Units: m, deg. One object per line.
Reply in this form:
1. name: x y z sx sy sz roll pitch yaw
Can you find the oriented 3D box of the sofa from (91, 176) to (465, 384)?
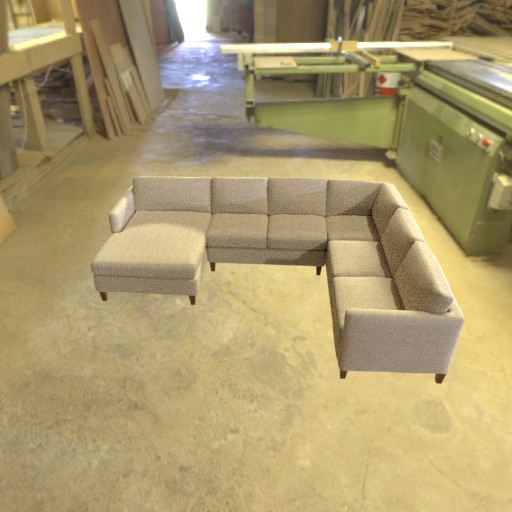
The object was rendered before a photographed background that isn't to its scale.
1. sofa: 0.000 0.000 4.742 3.460 0.961 2.594 2 31 3
